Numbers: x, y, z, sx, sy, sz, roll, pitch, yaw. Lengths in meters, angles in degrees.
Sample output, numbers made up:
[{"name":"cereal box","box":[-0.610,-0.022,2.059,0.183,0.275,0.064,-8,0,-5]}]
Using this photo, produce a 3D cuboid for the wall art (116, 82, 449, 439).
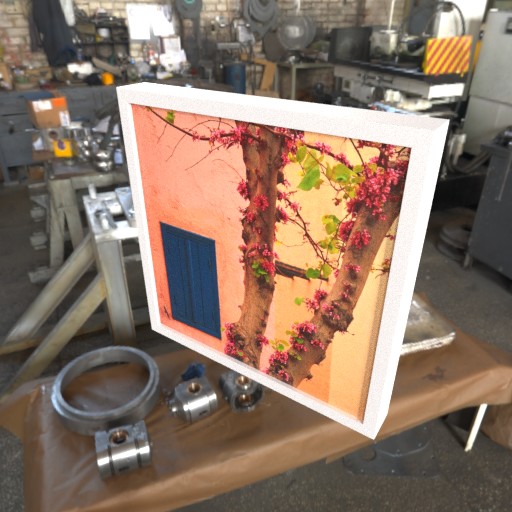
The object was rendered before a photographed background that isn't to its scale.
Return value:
[{"name":"wall art","box":[0.000,0.000,0.449,0.305,0.302,0.038,18,34,29]}]
